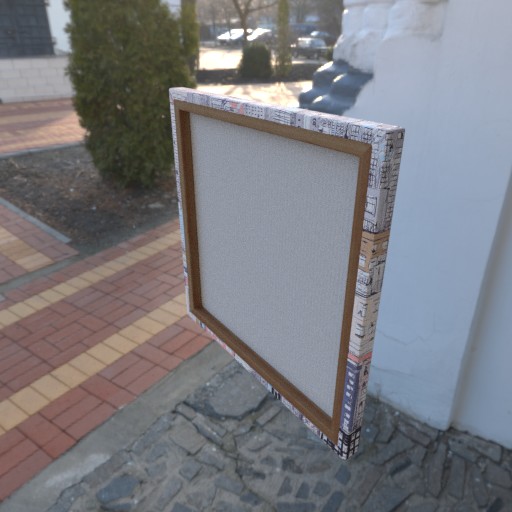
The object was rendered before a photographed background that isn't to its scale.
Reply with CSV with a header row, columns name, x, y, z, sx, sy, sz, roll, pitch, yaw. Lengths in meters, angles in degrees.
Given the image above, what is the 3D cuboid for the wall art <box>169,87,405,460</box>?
name,x,y,z,sx,sy,sz,roll,pitch,yaw
wall art,0.000,0.000,1.154,0.048,0.762,0.761,-18,32,-32
